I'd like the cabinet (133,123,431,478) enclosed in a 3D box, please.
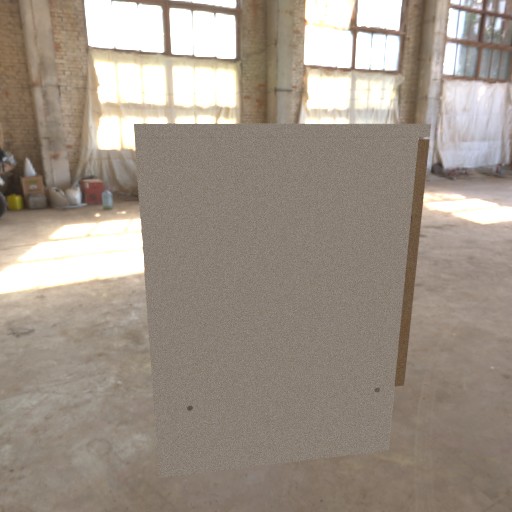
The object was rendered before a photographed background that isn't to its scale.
[{"bbox_3d":[0.000,0.000,0.924,0.400,0.522,0.600,-3,16,-9],"label":"cabinet"}]
